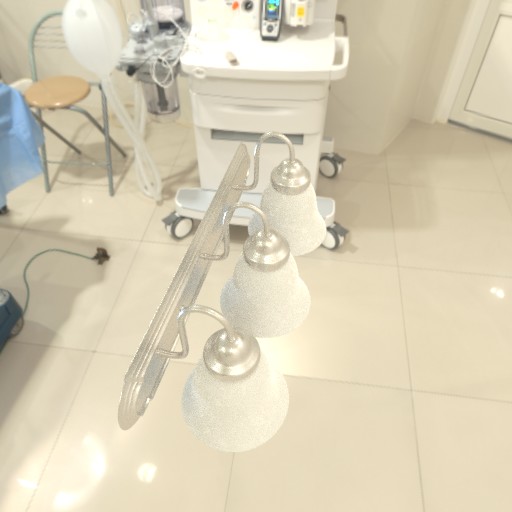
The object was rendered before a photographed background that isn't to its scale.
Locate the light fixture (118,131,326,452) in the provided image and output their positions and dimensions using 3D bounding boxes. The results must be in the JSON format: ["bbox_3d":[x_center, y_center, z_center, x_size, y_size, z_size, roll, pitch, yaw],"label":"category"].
[{"bbox_3d":[0.000,0.000,0.725,0.199,0.222,0.610,11,49,10],"label":"light fixture"}]
